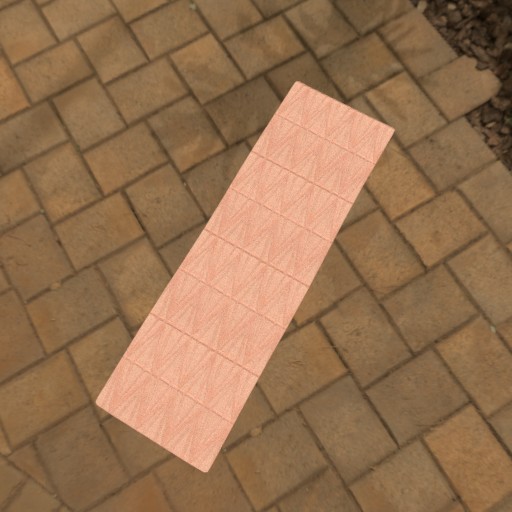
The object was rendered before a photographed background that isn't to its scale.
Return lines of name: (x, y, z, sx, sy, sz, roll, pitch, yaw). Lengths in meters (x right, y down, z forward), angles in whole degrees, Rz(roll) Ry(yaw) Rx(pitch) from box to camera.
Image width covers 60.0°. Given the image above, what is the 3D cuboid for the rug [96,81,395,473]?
rug: (0.000, 0.000, 2.746, 0.760, 0.015, 2.435, 29, 78, 7)
